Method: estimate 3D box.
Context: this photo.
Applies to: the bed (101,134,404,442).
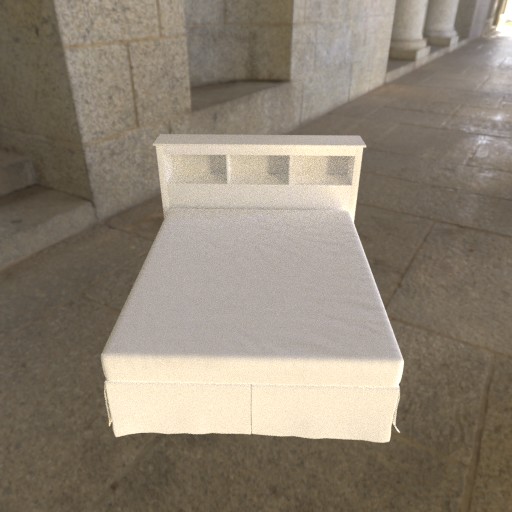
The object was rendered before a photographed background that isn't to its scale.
[{"bbox_3d":[0.000,0.000,3.071,1.671,1.092,2.133,1,31,1],"label":"bed"}]
